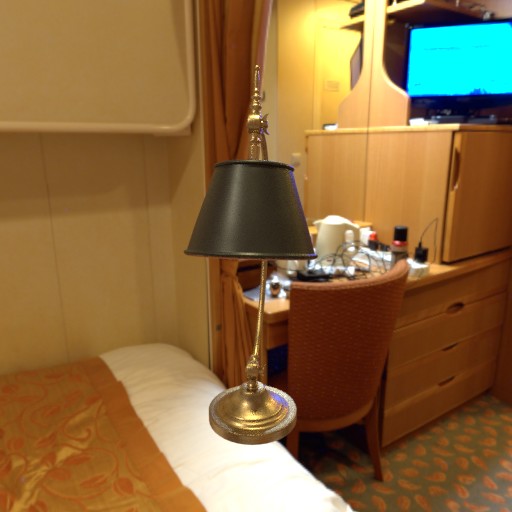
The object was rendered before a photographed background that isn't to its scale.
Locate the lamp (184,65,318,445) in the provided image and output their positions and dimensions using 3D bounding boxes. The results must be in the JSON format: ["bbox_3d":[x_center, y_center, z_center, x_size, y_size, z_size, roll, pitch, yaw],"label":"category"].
[{"bbox_3d":[0.000,0.000,0.840,0.235,0.675,0.344,2,14,9],"label":"lamp"}]
